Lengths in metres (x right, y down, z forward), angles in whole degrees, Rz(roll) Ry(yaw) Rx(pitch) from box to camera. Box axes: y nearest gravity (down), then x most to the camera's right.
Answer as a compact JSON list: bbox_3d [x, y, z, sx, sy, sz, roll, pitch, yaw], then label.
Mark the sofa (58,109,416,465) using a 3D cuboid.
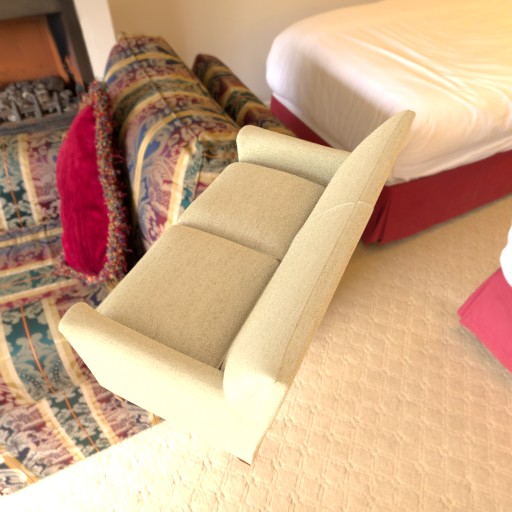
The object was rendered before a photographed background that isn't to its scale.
[{"bbox_3d":[0.000,0.000,1.967,0.891,0.892,1.482,19,49,17],"label":"sofa"}]
